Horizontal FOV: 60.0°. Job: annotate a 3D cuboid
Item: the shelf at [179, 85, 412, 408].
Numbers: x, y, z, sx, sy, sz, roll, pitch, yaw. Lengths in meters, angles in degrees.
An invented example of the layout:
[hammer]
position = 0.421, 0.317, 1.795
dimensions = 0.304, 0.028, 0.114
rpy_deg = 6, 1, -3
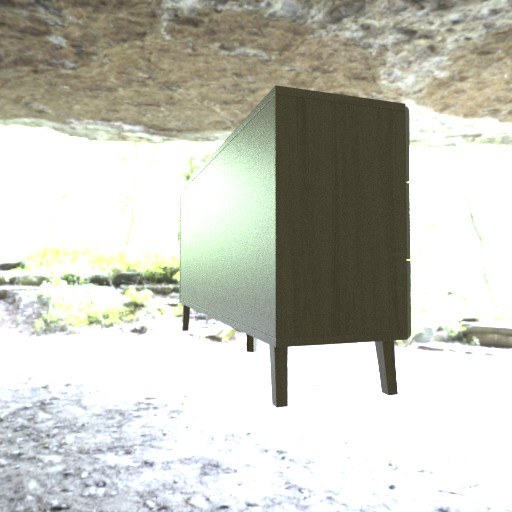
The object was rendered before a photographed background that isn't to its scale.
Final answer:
[shelf]
position = 0.000, 0.000, 1.826
dimensions = 0.400, 0.780, 1.490
rpy_deg = 1, -2, -19
